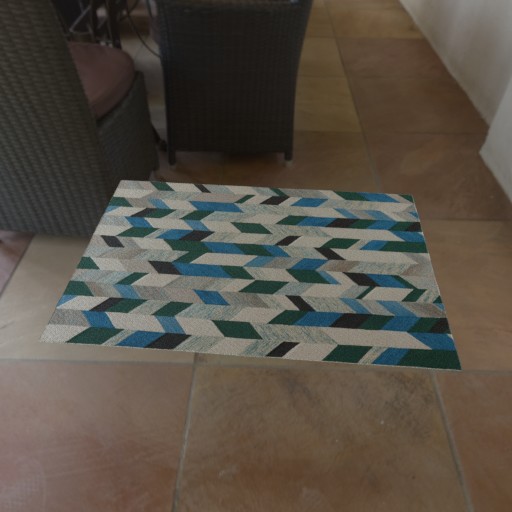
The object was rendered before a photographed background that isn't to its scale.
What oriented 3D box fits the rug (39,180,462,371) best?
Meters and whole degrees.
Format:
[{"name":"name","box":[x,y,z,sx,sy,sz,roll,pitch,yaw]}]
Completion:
[{"name":"rug","box":[0.000,0.000,2.332,1.827,0.005,1.229,3,45,3]}]
